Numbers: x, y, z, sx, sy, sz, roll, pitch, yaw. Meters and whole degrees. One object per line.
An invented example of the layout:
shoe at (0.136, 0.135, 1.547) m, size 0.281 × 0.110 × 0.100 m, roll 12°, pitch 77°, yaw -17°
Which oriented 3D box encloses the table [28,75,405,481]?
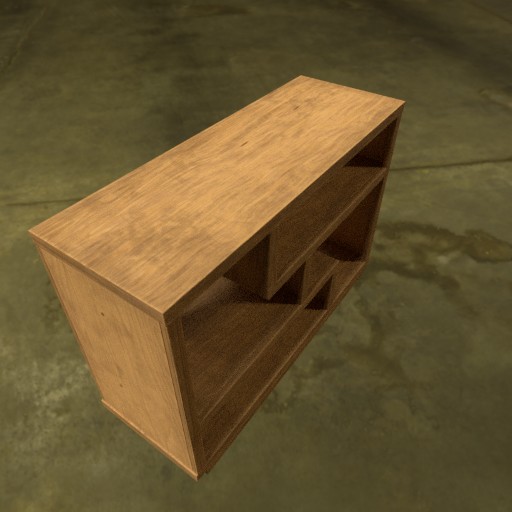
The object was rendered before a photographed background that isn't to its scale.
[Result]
table at (0.000, 0.000, 1.485) m, size 0.410 × 0.771 × 1.151 m, roll 26°, pitch 48°, yaw 26°
